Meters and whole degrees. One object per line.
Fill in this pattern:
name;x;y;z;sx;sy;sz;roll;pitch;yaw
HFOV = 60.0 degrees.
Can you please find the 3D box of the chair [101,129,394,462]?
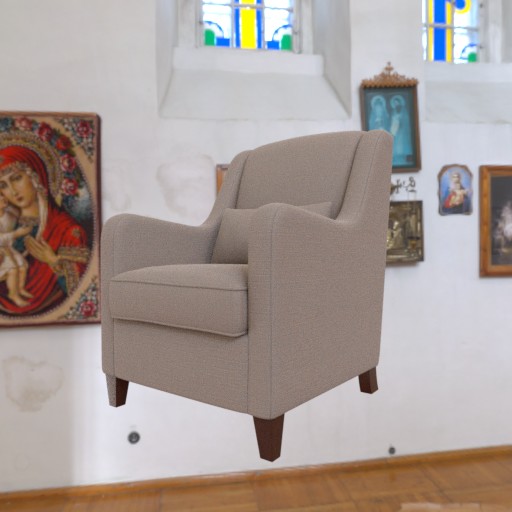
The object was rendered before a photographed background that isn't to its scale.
chair;0.000;0.000;1.616;0.715;1.017;0.896;1;2;36
